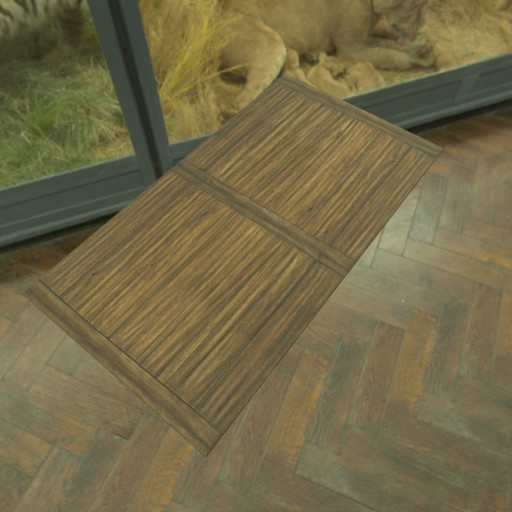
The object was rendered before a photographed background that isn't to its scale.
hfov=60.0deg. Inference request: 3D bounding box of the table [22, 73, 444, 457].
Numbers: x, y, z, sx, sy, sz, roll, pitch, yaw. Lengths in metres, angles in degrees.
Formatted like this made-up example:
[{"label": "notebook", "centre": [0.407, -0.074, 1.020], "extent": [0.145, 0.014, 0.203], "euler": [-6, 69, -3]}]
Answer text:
[{"label": "table", "centre": [0.000, 0.000, 2.518], "extent": [1.071, 0.793, 1.966], "euler": [33, 63, 19]}]
